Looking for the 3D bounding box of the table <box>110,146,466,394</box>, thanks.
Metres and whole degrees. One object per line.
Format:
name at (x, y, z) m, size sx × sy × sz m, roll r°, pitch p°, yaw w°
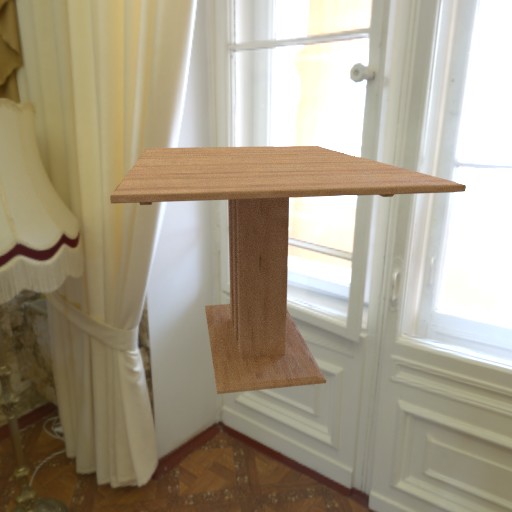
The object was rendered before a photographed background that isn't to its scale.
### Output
table at (0.000, 0.000, 1.817) m, size 0.900 × 0.770 × 1.300 m, roll -3°, pitch 19°, yaw -9°
